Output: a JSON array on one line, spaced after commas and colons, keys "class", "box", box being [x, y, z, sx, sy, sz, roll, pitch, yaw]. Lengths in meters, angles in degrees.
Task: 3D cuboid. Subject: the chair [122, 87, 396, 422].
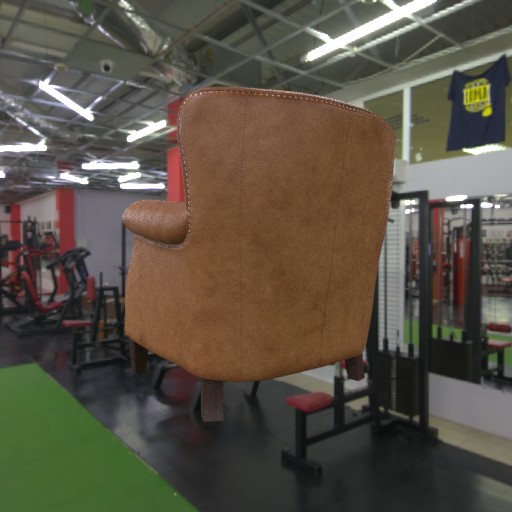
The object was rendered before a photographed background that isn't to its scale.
[{"class": "chair", "box": [0.000, 0.000, 1.648, 0.861, 0.936, 0.921, -1, 2, -36]}]
